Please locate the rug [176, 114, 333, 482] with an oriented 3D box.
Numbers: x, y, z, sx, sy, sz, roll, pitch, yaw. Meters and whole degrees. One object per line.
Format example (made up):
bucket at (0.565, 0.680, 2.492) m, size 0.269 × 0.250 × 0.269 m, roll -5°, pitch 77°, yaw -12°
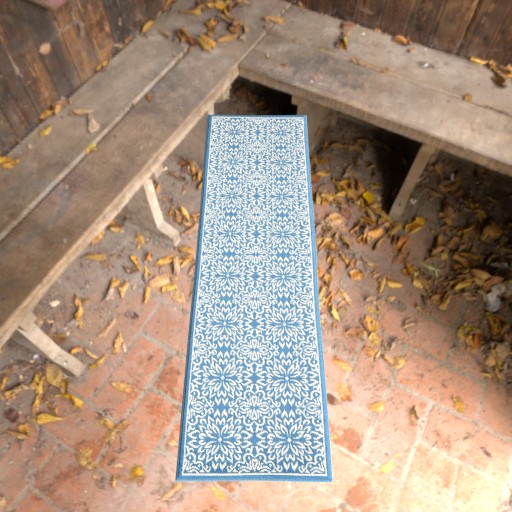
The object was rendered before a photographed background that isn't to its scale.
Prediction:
rug at (0.000, 0.000, 2.415) m, size 0.662 × 0.011 × 2.196 m, roll 0°, pitch 60°, yaw 0°
